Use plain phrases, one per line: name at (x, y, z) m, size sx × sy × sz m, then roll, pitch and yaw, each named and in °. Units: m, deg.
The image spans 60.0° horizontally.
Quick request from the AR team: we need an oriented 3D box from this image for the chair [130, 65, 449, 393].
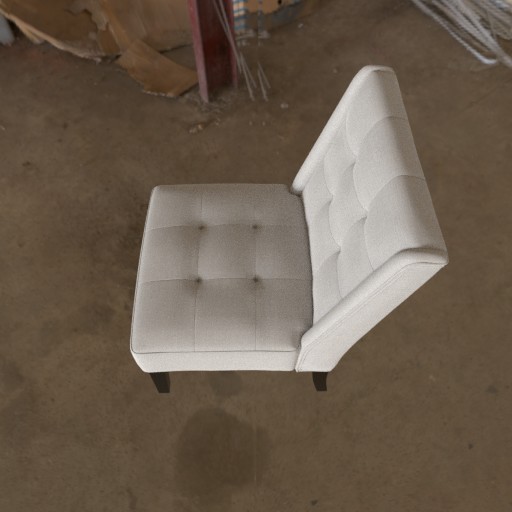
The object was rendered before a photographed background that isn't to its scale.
chair at (0.000, 0.000, 1.262) m, size 0.676 × 0.853 × 0.569 m, roll -1°, pitch 58°, yaw 0°
